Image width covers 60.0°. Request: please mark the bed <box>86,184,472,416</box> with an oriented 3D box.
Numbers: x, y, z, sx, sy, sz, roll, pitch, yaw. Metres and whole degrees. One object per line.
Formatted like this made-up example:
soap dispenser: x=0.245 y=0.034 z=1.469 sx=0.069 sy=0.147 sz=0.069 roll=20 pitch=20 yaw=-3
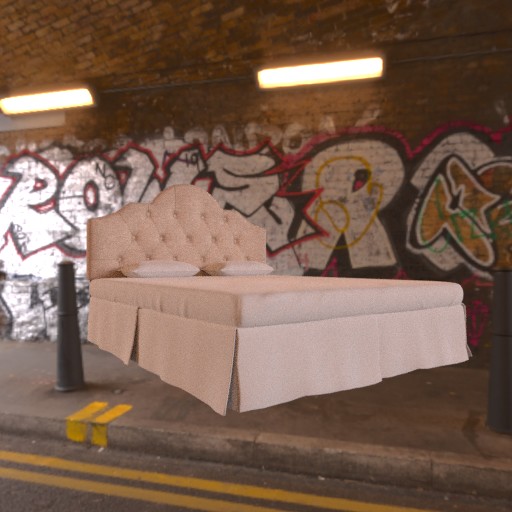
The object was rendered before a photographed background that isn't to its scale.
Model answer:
bed: x=0.000 y=0.000 z=2.832 sx=1.667 sy=1.194 sz=1.970 roll=1 pitch=-1 yaw=-36
